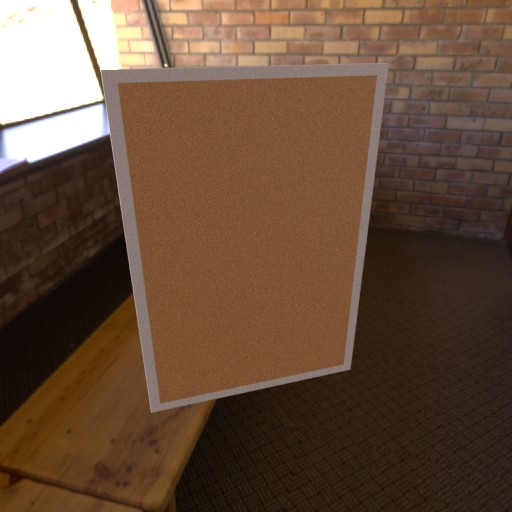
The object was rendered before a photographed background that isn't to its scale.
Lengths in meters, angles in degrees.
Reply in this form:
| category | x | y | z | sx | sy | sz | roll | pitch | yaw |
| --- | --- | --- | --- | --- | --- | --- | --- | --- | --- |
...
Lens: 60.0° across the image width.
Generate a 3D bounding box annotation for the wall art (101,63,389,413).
| category | x | y | z | sx | sy | sz | roll | pitch | yaw |
| --- | --- | --- | --- | --- | --- | --- | --- | --- | --- |
| wall art | 0.000 | 0.000 | 0.832 | 0.456 | 0.656 | 0.013 | -8 | 28 | -15 |
